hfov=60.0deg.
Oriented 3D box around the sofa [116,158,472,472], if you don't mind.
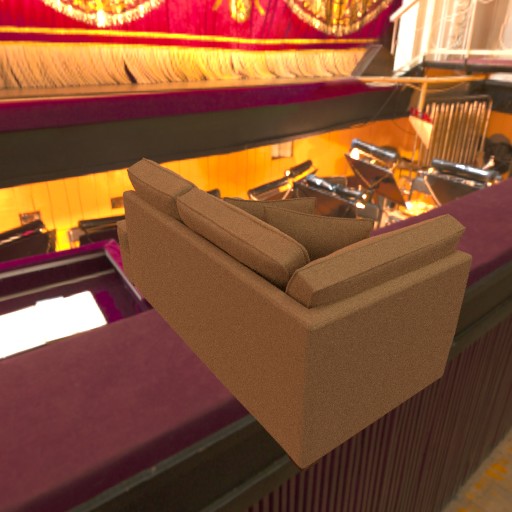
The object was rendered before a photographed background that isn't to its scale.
[{"bbox_3d":[0.000,0.000,2.836,1.110,1.033,2.237,-17,31,-31],"label":"sofa"}]
